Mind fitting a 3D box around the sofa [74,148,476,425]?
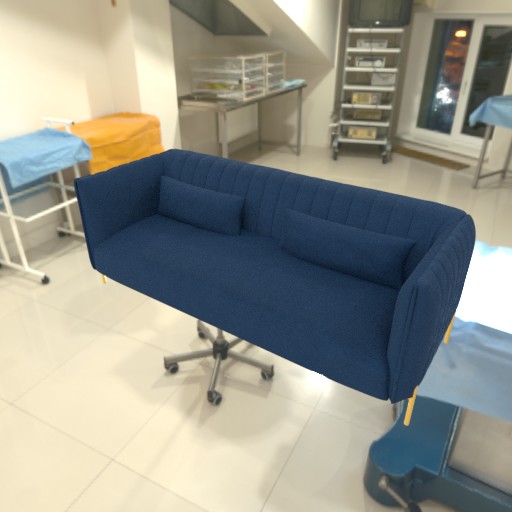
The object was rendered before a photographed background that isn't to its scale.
[{"bbox_3d":[0.000,0.000,2.563,2.136,0.793,0.896,18,34,30],"label":"sofa"}]
